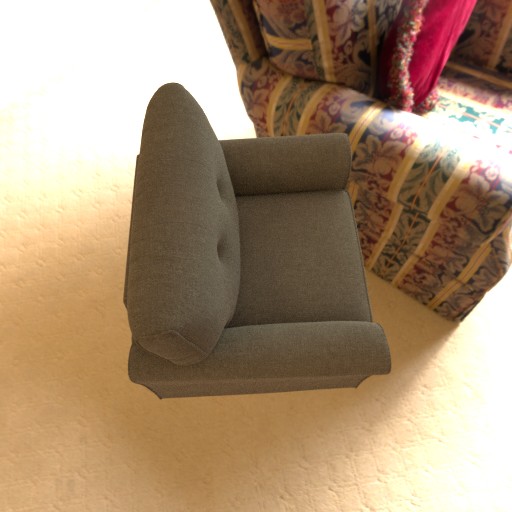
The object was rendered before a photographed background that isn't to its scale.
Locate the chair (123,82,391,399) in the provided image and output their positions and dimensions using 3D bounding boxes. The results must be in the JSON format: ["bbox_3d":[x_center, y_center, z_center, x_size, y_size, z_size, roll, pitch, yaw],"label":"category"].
[{"bbox_3d":[0.000,0.000,1.634,0.816,0.890,0.941,-3,63,-1],"label":"chair"}]
